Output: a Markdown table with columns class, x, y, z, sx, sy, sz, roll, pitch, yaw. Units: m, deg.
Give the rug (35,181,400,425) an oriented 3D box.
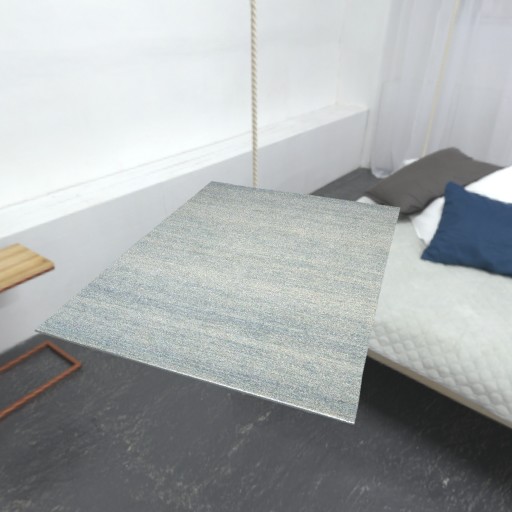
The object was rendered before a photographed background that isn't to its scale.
| class | x | y | z | sx | sy | sz | roll | pitch | yaw |
| --- | --- | --- | --- | --- | --- | --- | --- | --- | --- |
| rug | 0.000 | 0.000 | 4.330 | 2.461 | 0.046 | 3.237 | 11 | 33 | 17 |
